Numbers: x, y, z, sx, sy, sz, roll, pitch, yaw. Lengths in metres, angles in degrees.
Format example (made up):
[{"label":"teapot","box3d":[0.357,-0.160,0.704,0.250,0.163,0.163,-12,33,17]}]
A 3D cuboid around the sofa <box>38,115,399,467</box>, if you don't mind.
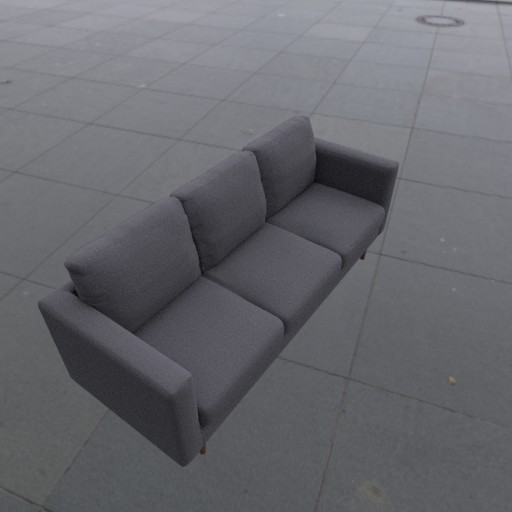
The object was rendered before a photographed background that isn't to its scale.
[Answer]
[{"label":"sofa","box3d":[0.000,0.000,2.434,0.802,0.912,2.029,25,46,26]}]
